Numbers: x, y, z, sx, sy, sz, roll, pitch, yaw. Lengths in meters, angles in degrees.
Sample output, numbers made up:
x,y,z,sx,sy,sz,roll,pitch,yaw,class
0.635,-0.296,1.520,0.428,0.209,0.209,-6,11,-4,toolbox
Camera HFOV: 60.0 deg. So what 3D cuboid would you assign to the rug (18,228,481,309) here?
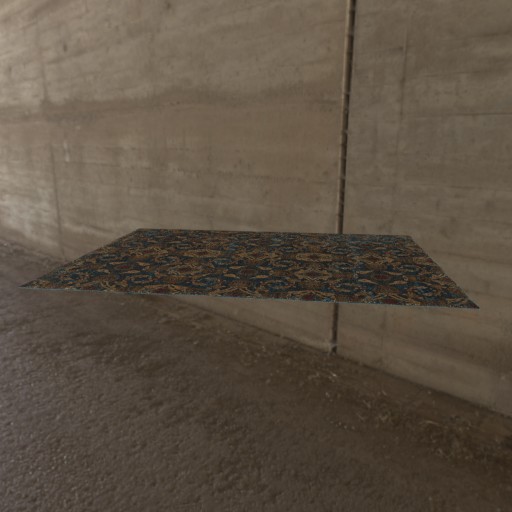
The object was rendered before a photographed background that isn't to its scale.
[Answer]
x,y,z,sx,sy,sz,roll,pitch,yaw,class
0.000,0.000,4.234,3.291,0.013,2.337,2,15,8,rug
